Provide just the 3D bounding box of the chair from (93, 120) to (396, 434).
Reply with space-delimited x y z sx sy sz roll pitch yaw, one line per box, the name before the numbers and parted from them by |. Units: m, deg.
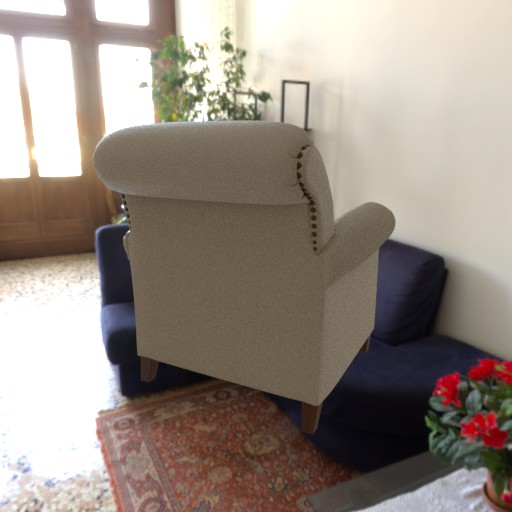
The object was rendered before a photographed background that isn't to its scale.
chair | 0.000 0.000 1.635 0.854 0.927 0.890 7 16 27
